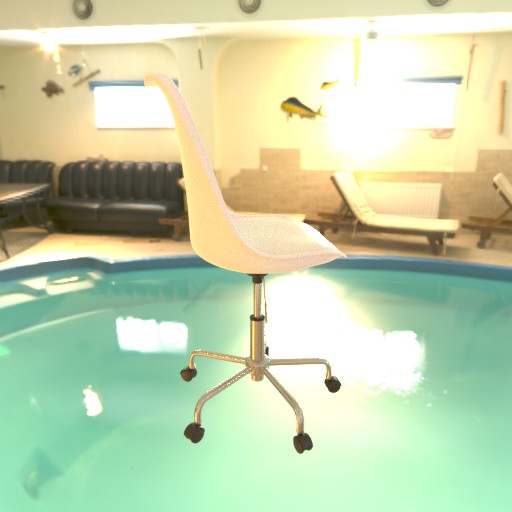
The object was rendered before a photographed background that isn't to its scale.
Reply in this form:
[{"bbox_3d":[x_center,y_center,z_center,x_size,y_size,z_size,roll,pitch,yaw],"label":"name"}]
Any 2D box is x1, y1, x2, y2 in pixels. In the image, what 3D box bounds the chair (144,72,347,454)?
[{"bbox_3d":[0.000,0.000,1.252,0.550,0.930,0.550,-3,17,-10],"label":"chair"}]
